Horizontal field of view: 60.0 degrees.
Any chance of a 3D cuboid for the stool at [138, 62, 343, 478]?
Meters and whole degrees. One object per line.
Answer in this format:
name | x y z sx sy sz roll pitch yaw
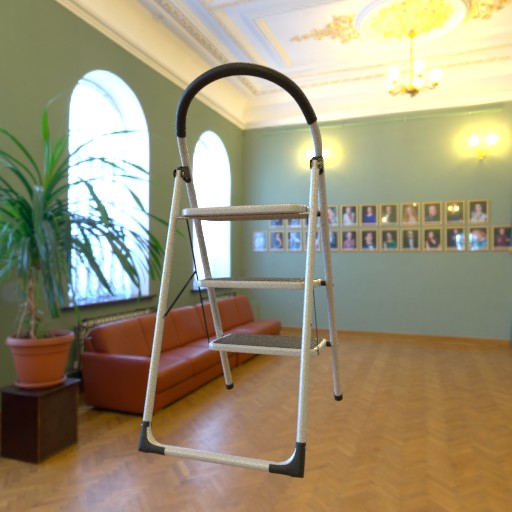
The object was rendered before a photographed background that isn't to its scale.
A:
stool | 0.000 0.000 1.487 0.485 1.109 0.676 0 0 19
